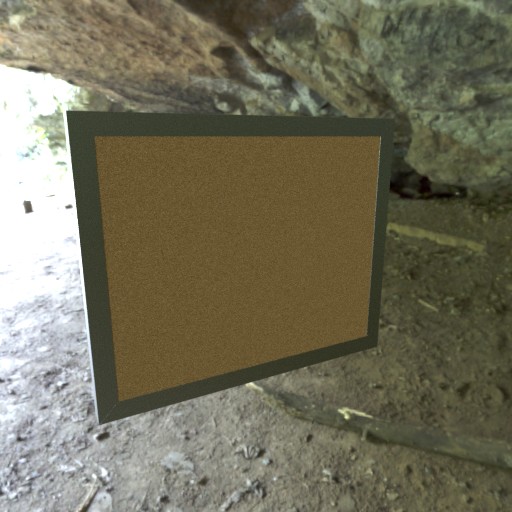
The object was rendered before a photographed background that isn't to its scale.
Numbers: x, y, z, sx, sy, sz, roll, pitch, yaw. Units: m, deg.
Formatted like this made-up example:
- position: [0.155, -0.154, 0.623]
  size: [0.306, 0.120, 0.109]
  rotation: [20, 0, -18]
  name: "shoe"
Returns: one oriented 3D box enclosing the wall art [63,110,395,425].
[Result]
- position: [0.000, 0.000, 0.755]
  size: [0.557, 0.456, 0.032]
  rotation: [-8, 17, -27]
  name: "wall art"
